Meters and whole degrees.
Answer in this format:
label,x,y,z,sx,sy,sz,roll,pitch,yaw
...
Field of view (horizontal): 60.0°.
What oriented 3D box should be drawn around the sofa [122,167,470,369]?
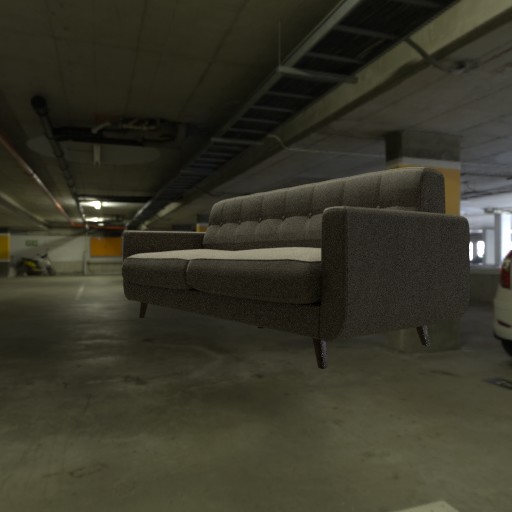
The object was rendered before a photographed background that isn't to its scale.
label,x,y,z,sx,sy,sz,roll,pitch,yaw
sofa,0.000,0.000,2.537,0.909,0.841,2.029,0,0,-37
